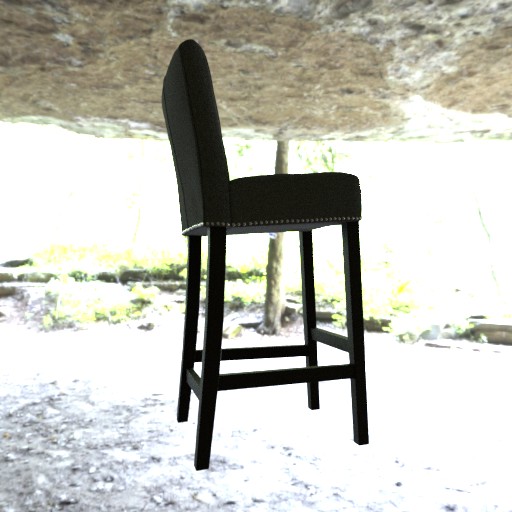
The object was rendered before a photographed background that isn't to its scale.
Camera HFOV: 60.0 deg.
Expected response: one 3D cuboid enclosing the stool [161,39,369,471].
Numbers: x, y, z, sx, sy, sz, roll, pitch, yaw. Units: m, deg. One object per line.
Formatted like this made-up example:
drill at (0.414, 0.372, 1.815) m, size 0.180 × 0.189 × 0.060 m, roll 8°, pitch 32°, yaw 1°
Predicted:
stool at (0.000, 0.000, 1.319) m, size 0.548 × 1.047 × 0.411 m, roll 0°, pitch -1°, yaw -18°
